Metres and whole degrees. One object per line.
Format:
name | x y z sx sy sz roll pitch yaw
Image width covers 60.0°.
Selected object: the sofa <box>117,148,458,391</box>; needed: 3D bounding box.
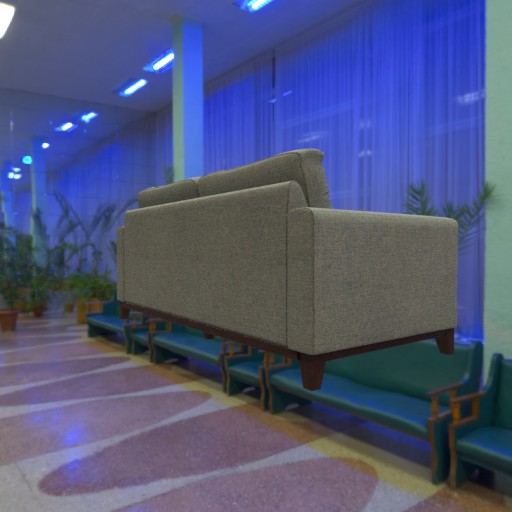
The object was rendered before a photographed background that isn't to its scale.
sofa | 0.000 0.000 2.573 0.969 0.892 1.978 -1 1 -36
